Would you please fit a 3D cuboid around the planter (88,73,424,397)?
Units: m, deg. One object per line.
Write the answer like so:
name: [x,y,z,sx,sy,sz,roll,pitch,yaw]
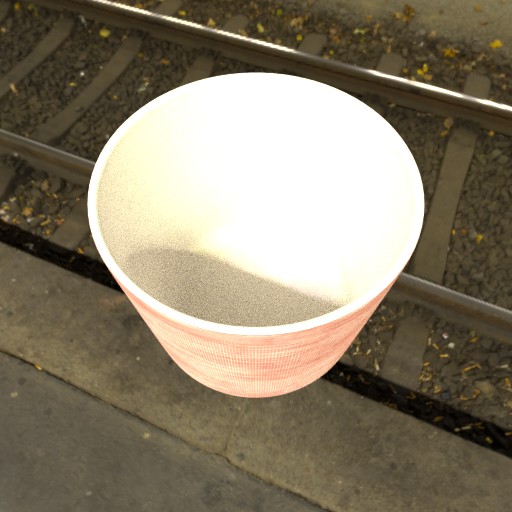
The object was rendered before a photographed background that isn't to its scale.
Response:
planter: [0.000,0.000,0.758,0.440,0.398,0.440,0,59,0]
